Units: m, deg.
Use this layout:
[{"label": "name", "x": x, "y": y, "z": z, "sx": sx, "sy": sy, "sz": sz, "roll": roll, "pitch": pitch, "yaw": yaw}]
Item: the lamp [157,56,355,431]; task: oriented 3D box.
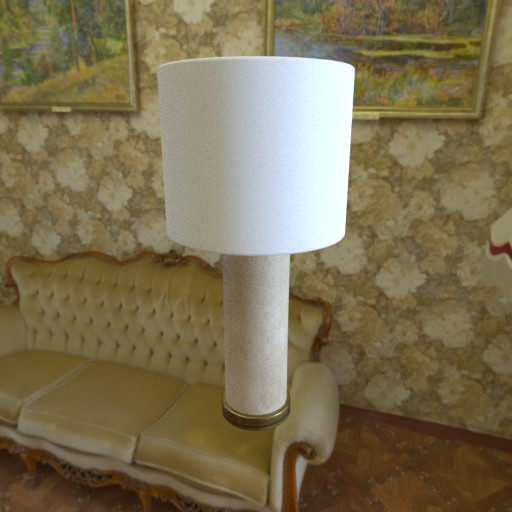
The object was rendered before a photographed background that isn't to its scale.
[{"label": "lamp", "x": 0.000, "y": 0.000, "z": 0.788, "sx": 0.305, "sy": 0.634, "sz": 0.305, "roll": -9, "pitch": 19, "yaw": -27}]
